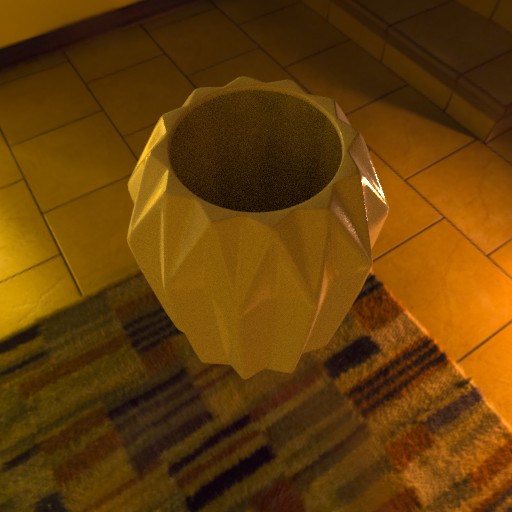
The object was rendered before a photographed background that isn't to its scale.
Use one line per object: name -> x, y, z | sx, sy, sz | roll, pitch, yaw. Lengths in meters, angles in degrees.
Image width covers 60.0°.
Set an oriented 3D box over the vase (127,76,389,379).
vase -> 0.000, 0.000, 0.397 | 0.195, 0.275, 0.195 | 0, 58, 0
